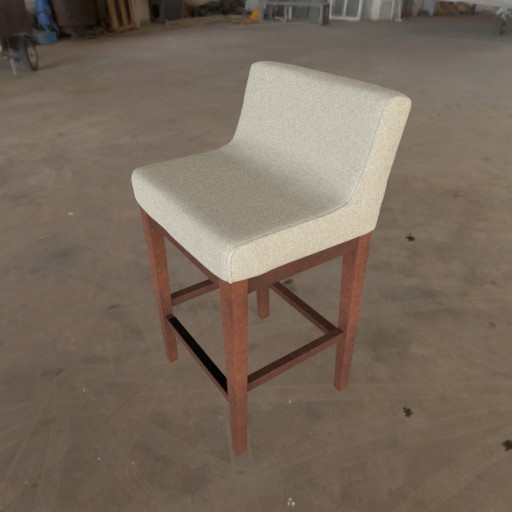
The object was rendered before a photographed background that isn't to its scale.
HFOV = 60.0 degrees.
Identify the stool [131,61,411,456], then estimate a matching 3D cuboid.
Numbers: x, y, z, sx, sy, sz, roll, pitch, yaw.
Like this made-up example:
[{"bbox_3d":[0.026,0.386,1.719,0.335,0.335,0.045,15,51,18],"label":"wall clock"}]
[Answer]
[{"bbox_3d":[0.000,0.000,1.256,0.500,0.937,0.511,-21,39,-29],"label":"stool"}]
